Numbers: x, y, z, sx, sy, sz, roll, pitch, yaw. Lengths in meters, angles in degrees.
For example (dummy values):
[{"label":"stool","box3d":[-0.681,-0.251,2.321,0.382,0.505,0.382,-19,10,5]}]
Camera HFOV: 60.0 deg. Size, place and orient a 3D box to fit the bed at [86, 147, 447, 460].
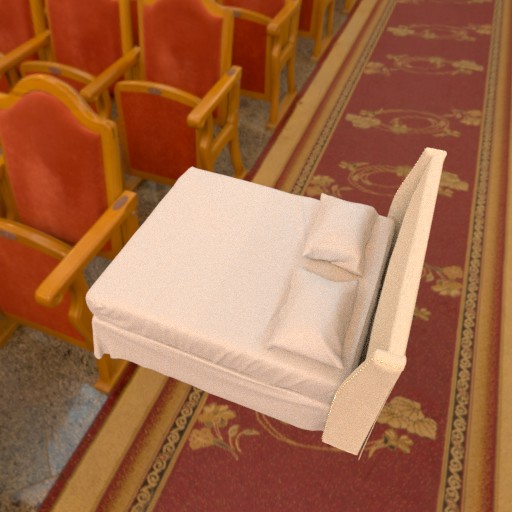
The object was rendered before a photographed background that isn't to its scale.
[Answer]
[{"label":"bed","box3d":[0.000,0.000,3.417,2.276,1.332,1.925,17,50,14]}]
